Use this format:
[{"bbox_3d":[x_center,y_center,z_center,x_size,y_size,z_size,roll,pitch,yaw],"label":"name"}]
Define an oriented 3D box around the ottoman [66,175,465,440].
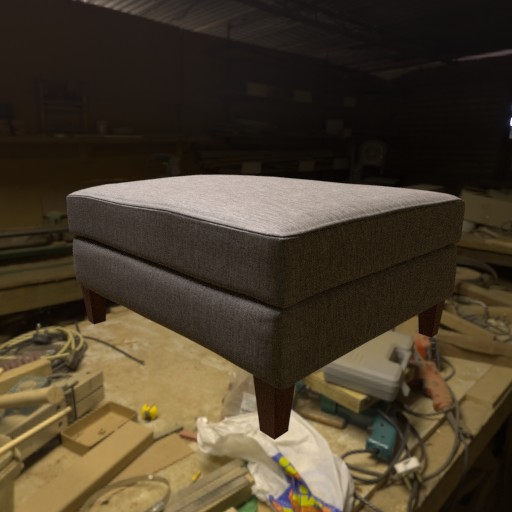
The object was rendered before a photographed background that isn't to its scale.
[{"bbox_3d":[0.000,0.000,1.438,0.839,0.492,0.994,-13,20,-43],"label":"ottoman"}]
